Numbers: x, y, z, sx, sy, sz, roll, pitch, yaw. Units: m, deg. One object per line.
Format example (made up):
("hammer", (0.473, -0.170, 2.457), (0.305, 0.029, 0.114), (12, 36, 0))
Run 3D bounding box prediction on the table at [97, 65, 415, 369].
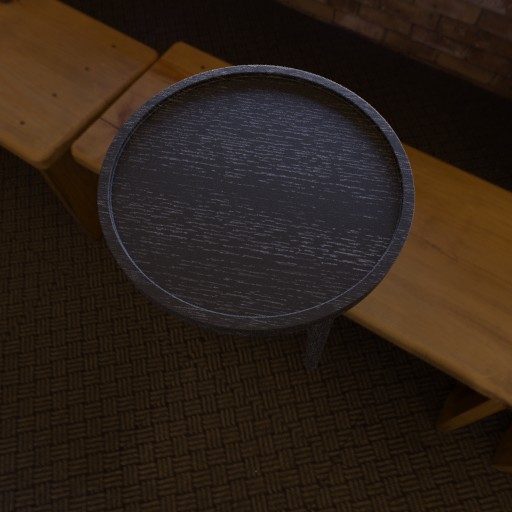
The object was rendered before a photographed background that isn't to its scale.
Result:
("table", (0.000, 0.000, 0.769), (0.399, 0.460, 0.399), (0, 64, 0))
